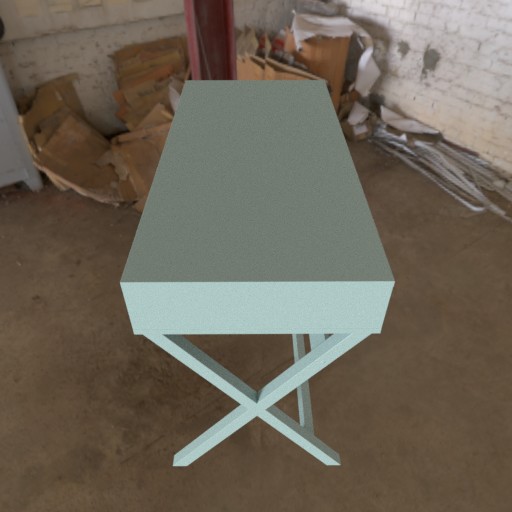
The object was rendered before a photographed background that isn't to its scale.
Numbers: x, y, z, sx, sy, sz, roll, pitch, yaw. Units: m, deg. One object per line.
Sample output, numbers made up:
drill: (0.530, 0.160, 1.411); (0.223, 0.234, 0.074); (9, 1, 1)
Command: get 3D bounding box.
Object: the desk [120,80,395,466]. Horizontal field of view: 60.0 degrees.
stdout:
desk: (0.000, 0.000, 1.467); (0.509, 0.780, 1.059); (0, 41, 0)
